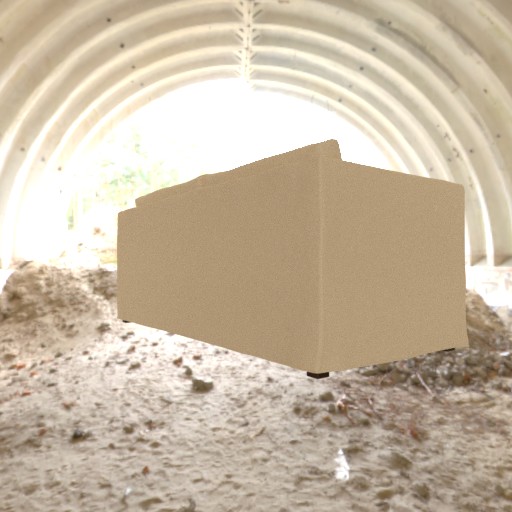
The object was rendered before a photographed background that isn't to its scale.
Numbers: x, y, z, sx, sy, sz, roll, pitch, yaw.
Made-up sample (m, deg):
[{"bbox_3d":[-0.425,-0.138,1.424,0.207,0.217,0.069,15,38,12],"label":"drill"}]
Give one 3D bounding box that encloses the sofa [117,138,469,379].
[{"bbox_3d":[0.000,0.000,2.497,0.940,0.870,1.987,1,-1,-36],"label":"sofa"}]
